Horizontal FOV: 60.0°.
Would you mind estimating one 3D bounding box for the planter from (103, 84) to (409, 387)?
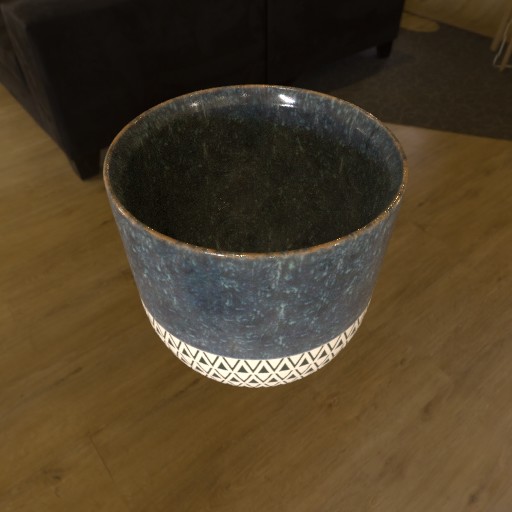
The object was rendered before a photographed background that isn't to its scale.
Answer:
[{"bbox_3d":[0.000,0.000,0.491,0.266,0.270,0.266,0,46,0],"label":"planter"}]
